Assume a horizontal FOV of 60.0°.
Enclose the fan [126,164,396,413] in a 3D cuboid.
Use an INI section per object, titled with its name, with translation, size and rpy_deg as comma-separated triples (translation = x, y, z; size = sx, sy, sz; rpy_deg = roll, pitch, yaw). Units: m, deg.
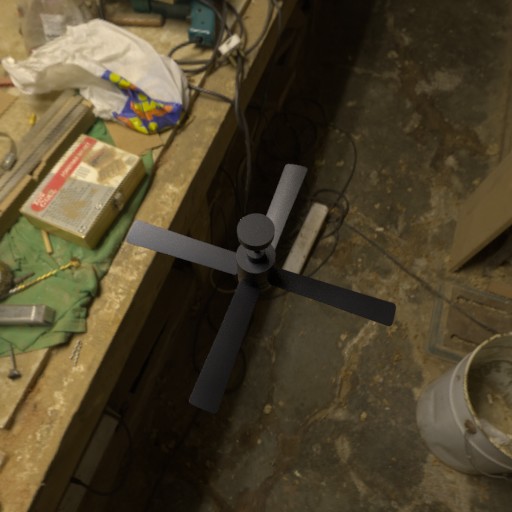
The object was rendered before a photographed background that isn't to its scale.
[fan]
translation = 0.000, 0.000, 2.256
size = 1.525, 0.534, 1.525
rpy_deg = 18, 64, 9
